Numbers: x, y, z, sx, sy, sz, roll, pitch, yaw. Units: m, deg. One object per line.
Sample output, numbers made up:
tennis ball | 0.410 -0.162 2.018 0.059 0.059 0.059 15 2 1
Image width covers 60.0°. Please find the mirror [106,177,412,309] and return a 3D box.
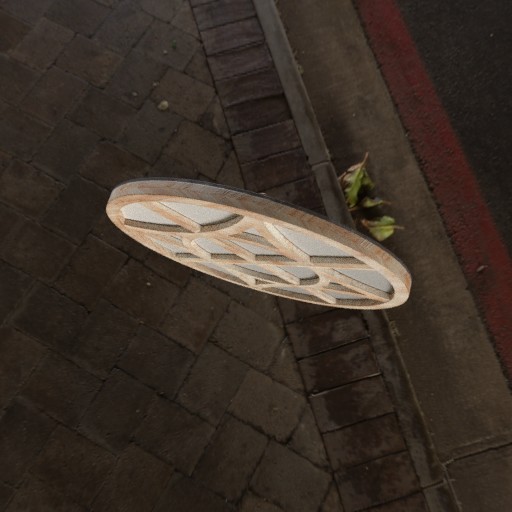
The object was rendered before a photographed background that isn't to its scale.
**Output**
mirror | 0.000 0.000 1.062 0.710 0.710 0.038 16 76 4
